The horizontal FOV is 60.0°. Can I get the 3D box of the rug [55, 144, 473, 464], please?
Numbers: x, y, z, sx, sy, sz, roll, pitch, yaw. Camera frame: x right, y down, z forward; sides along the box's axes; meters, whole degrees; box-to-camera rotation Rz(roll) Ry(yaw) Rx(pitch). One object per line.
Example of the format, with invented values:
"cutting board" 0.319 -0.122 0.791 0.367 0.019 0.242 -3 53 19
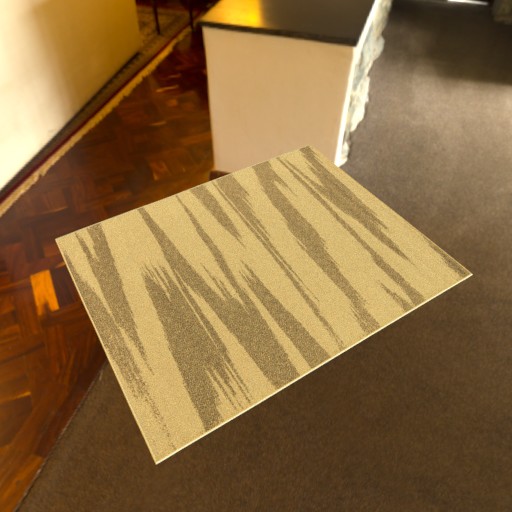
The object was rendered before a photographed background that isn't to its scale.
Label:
"rug" 0.000 0.000 3.966 2.945 0.014 2.353 -25 52 -21
